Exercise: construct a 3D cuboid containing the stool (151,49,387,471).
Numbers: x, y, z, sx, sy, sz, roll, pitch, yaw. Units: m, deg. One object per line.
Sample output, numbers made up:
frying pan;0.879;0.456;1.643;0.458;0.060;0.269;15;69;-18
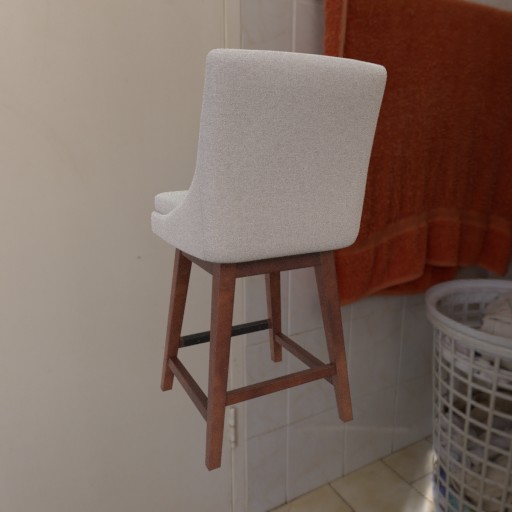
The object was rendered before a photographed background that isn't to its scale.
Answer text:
stool;0.000;0.000;1.274;0.469;0.991;0.559;-7;16;-27
